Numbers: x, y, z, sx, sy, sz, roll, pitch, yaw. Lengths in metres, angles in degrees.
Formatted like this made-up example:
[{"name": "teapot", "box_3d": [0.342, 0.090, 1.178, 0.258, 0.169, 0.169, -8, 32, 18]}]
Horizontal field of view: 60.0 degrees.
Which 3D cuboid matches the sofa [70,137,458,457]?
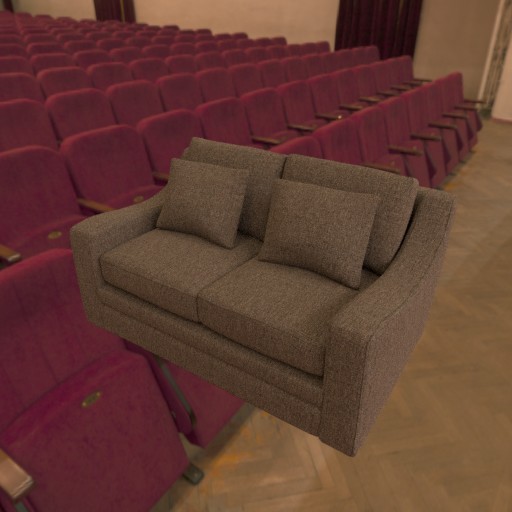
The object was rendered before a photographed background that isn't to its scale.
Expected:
[{"name": "sofa", "box_3d": [0.000, 0.000, 2.416, 1.778, 0.991, 1.120, 18, 33, 29]}]
